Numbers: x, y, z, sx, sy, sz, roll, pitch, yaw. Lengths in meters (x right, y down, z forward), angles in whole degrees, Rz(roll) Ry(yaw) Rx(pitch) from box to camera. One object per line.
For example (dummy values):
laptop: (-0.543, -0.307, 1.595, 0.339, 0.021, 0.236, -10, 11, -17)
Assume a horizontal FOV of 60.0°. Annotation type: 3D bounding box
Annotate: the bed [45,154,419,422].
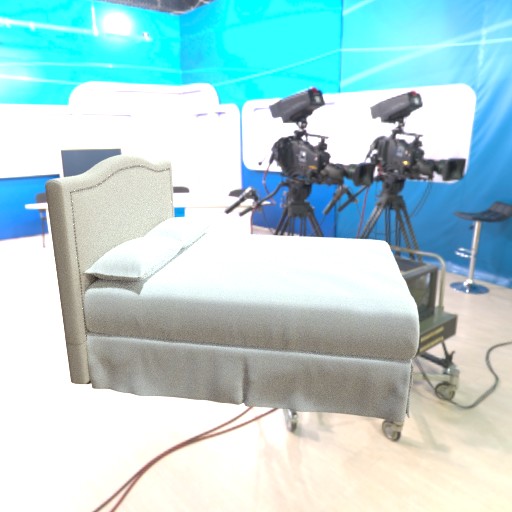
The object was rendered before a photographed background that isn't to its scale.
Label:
bed: (0.000, 0.000, 3.313, 2.143, 1.460, 1.753, 3, 16, 10)
